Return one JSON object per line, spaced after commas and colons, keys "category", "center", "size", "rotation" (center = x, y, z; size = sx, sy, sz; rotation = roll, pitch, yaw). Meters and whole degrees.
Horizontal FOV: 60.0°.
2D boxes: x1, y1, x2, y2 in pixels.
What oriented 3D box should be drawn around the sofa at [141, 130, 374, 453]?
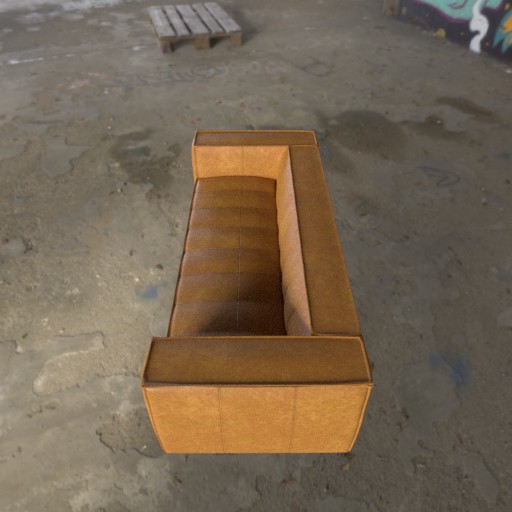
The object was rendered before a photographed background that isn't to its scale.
{"category": "sofa", "center": [0.000, 0.000, 3.123], "size": [1.102, 0.701, 2.581], "rotation": [0, 41, 0]}
